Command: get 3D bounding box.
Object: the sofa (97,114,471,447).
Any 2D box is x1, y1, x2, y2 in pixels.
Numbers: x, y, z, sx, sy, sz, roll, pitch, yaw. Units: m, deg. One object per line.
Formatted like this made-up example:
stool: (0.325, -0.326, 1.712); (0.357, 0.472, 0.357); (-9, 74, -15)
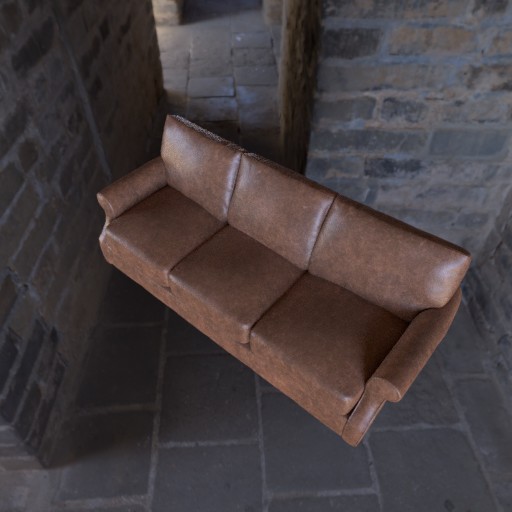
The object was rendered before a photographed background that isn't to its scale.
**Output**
sofa: (0.000, 0.000, 2.825); (2.351, 0.977, 0.973); (31, 53, 26)
